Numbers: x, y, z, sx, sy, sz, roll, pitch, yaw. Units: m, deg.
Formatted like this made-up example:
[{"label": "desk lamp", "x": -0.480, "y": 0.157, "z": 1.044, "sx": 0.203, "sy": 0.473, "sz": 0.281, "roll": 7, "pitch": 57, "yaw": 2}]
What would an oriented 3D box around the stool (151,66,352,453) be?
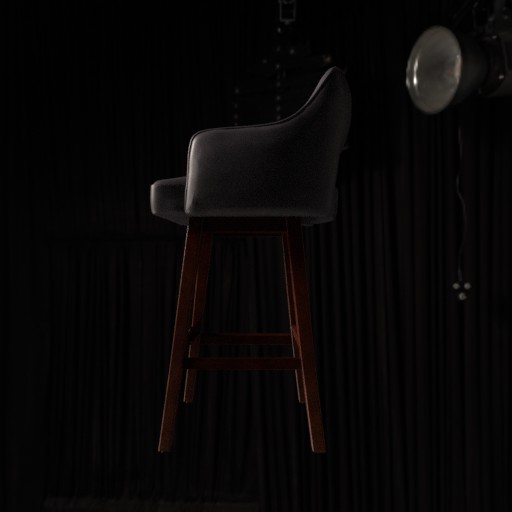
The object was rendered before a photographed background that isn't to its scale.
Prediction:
[{"label": "stool", "x": 0.000, "y": 0.000, "z": 1.381, "sx": 0.560, "sy": 1.041, "sz": 0.550, "roll": 0, "pitch": 0, "yaw": 0}]
